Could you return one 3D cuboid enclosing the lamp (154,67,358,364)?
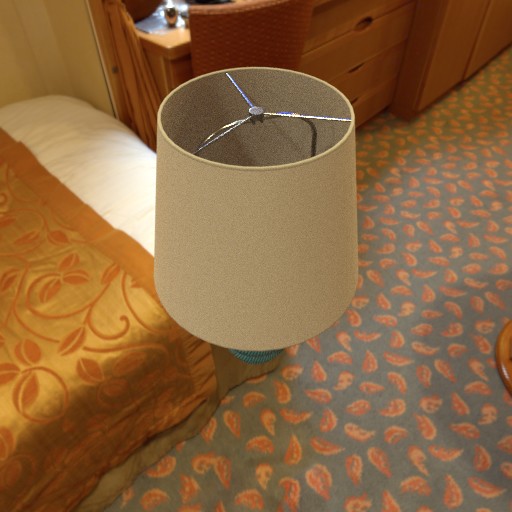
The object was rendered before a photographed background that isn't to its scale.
[{"bbox_3d":[0.000,0.000,0.549,0.254,0.392,0.254,0,47,0],"label":"lamp"}]
